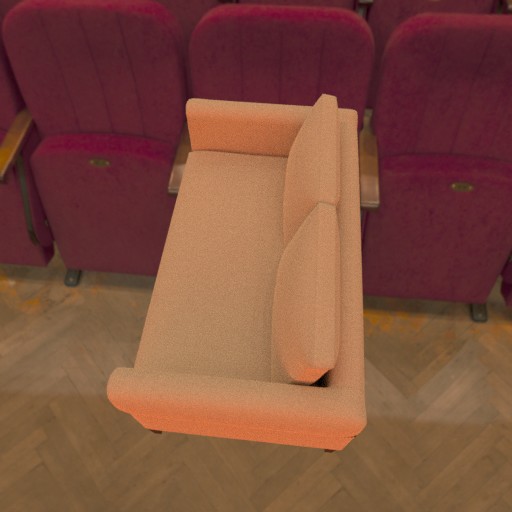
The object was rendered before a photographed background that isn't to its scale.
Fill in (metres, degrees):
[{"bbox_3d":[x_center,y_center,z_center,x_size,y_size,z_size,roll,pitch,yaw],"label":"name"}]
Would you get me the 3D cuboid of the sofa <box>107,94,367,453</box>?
[{"bbox_3d":[0.000,0.000,2.109,0.905,0.873,1.598,5,58,3],"label":"sofa"}]
